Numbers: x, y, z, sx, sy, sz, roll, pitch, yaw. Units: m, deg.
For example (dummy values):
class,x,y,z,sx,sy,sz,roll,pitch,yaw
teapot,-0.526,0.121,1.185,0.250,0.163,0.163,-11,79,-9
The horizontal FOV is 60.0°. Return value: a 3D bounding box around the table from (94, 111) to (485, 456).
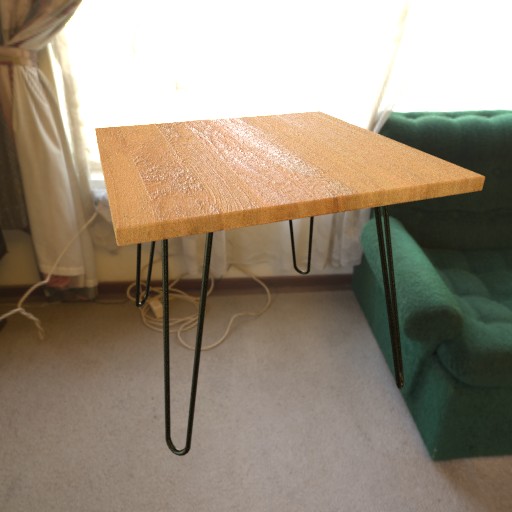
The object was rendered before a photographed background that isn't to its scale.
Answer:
class,x,y,z,sx,sy,sz,roll,pitch,yaw
table,0.000,0.000,1.016,0.599,0.500,0.599,-10,30,-17
